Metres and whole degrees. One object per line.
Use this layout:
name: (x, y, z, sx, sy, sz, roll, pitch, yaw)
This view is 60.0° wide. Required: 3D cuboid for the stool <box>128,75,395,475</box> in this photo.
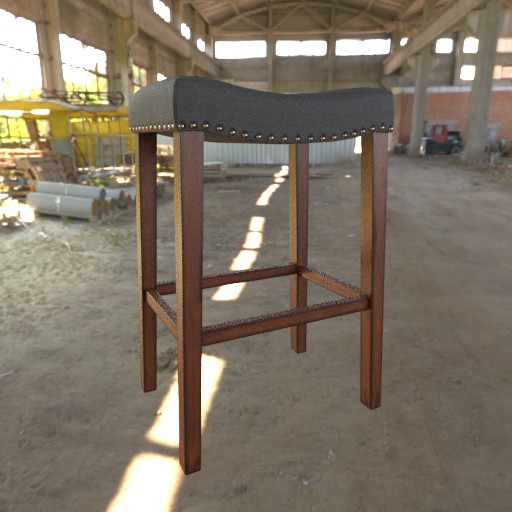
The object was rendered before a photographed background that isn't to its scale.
stool: (0.000, 0.000, 1.041, 0.502, 0.748, 0.366, -8, 17, -26)
